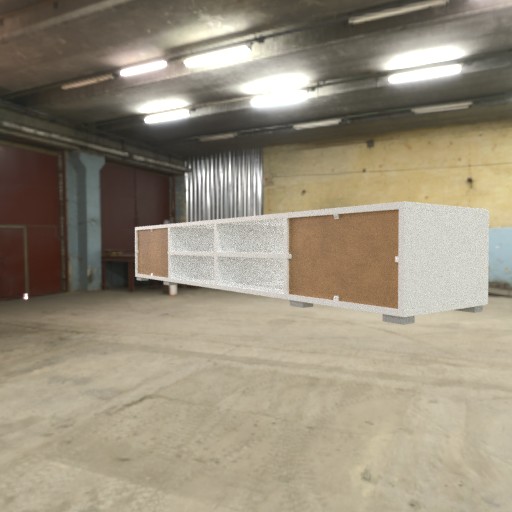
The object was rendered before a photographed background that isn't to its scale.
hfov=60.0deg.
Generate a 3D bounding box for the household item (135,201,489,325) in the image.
[{"bbox_3d":[0.000,0.000,1.980,0.420,0.310,1.850,-1,2,-36],"label":"household item"}]
